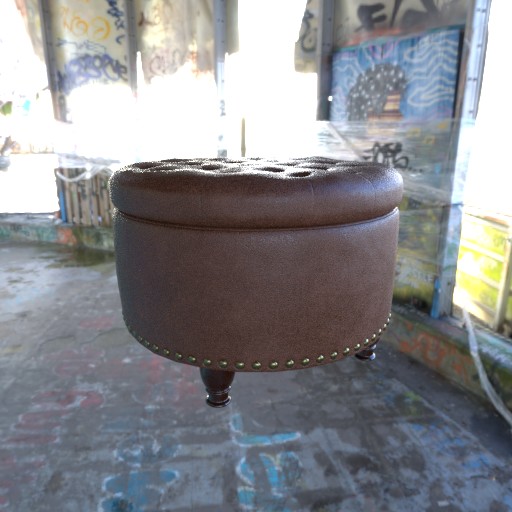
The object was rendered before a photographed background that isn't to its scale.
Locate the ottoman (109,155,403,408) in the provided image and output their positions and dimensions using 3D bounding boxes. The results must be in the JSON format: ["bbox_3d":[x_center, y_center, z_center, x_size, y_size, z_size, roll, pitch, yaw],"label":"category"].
[{"bbox_3d":[0.000,0.000,1.054,0.637,0.442,0.637,0,16,0],"label":"ottoman"}]
